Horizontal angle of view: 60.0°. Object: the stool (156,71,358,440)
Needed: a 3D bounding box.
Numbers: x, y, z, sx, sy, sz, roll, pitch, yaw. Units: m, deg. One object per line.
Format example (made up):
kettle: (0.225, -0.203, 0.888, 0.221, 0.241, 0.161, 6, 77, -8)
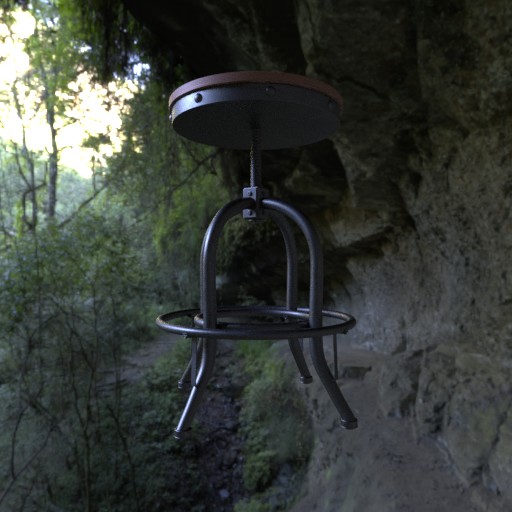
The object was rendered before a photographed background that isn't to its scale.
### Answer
stool: (0.000, 0.000, 0.904, 0.439, 0.609, 0.439, 0, -1, 36)
